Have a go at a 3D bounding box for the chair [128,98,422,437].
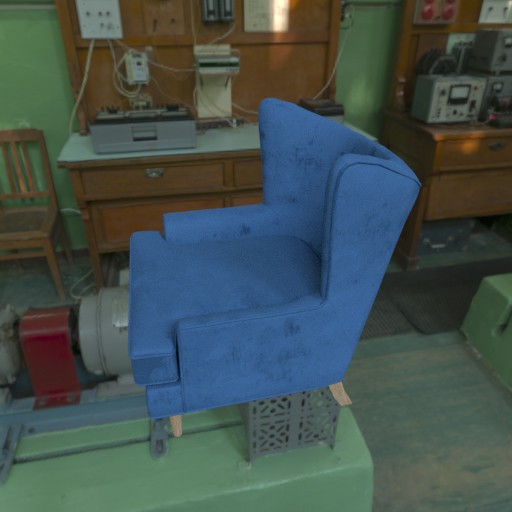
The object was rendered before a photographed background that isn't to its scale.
[{"bbox_3d":[0.000,0.000,1.609,0.910,0.952,0.793,-7,31,-11],"label":"chair"}]
